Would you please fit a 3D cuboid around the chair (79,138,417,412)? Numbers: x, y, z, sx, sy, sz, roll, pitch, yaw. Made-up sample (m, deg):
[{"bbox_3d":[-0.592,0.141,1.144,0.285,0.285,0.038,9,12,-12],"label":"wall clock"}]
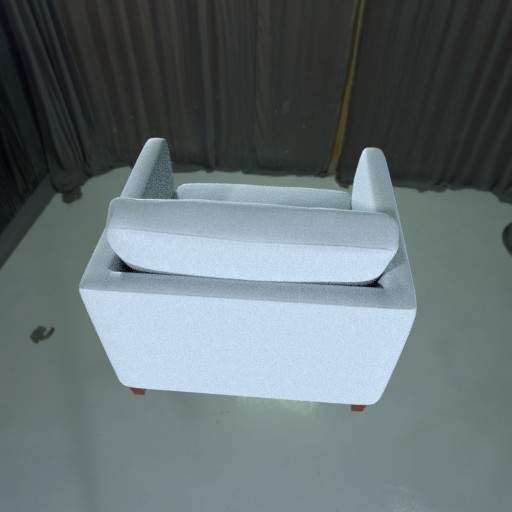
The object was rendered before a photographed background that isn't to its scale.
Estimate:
[{"bbox_3d":[0.000,0.000,1.898,1.107,0.961,0.953,3,46,3],"label":"chair"}]
